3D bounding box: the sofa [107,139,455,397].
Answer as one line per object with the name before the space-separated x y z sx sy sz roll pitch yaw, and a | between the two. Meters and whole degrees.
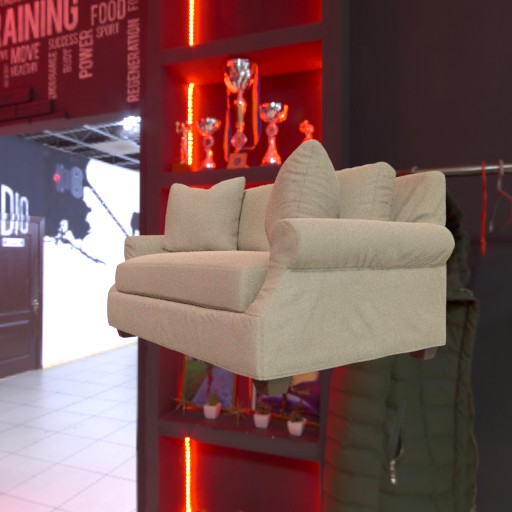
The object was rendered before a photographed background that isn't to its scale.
sofa | 0.000 0.000 2.222 1.070 0.905 1.550 0 0 -37
